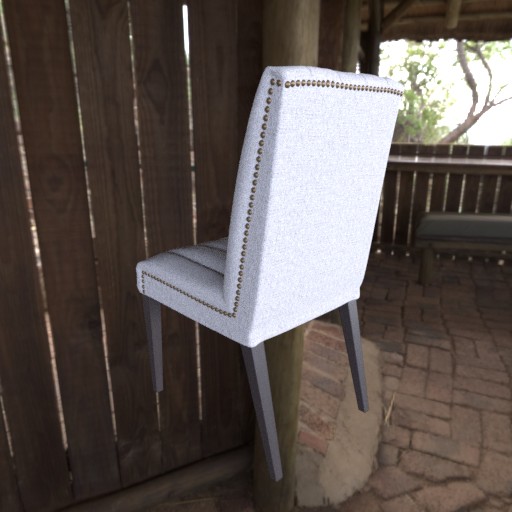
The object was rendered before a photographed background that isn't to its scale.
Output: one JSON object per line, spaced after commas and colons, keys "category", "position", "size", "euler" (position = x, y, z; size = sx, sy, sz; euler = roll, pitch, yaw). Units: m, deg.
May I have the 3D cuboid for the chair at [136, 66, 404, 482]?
{"category": "chair", "position": [0.000, 0.000, 1.368], "size": [0.511, 1.016, 0.647], "euler": [-15, 23, -42]}
